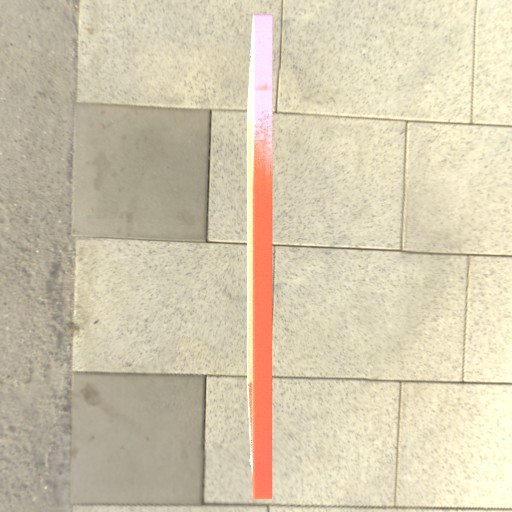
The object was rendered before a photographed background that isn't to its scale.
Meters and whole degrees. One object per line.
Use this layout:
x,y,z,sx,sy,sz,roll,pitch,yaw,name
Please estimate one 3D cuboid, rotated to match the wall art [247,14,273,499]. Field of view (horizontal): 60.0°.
0.000,0.000,1.133,0.040,0.609,0.913,0,92,-2,wall art
